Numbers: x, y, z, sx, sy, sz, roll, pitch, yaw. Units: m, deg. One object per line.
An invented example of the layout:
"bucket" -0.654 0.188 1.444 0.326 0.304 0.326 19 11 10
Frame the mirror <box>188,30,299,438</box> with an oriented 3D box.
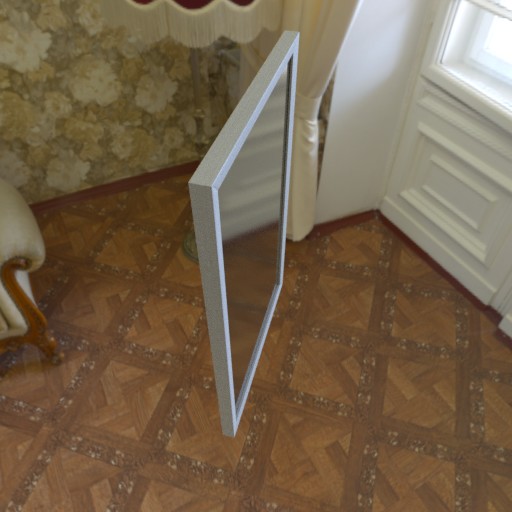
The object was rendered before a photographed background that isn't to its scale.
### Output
"mirror" 0.000 0.000 1.168 0.040 0.915 0.609 12 48 11
